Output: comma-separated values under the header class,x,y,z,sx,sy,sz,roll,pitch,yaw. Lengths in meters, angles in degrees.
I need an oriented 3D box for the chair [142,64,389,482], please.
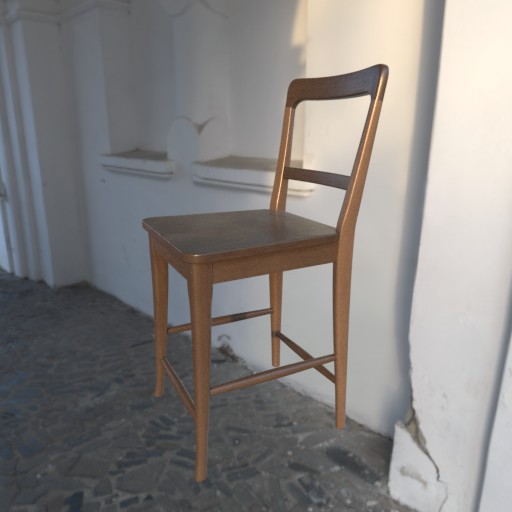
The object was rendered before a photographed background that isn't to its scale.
class,x,y,z,sx,sy,sz,roll,pitch,yaw
chair,0.000,0.000,1.255,0.546,0.991,0.450,-8,18,-25
